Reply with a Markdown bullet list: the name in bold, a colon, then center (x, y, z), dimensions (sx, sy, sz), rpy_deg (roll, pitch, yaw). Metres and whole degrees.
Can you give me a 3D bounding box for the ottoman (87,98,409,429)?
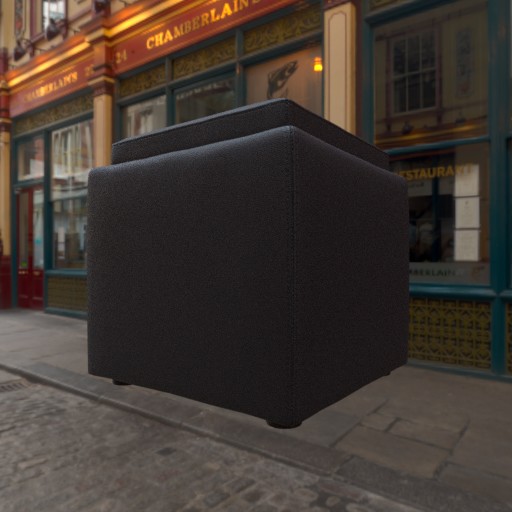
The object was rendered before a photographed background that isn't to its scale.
- **ottoman**: center (0.000, 0.000, 0.840), dimensions (0.451, 0.460, 0.450), rpy_deg (-1, -1, 37)
